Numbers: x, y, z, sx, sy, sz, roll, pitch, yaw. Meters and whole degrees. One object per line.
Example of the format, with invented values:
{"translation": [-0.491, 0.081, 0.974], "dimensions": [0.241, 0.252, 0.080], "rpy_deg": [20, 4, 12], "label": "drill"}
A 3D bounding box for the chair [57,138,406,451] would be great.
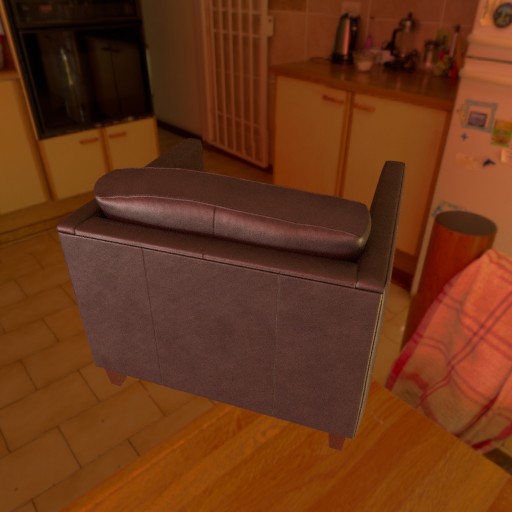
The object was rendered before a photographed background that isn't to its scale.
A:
{"translation": [0.000, 0.000, 1.610], "dimensions": [0.939, 0.811, 0.862], "rpy_deg": [10, 34, 16], "label": "chair"}
